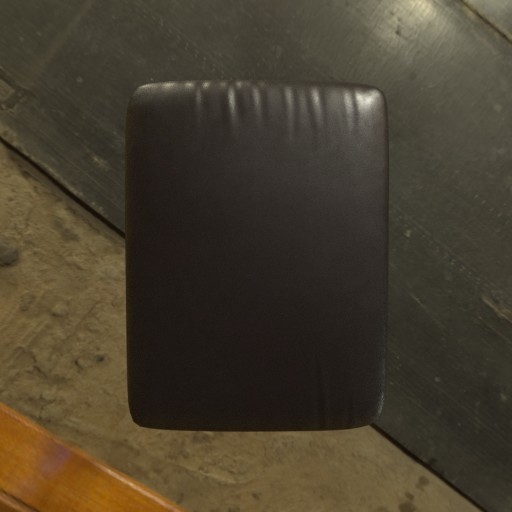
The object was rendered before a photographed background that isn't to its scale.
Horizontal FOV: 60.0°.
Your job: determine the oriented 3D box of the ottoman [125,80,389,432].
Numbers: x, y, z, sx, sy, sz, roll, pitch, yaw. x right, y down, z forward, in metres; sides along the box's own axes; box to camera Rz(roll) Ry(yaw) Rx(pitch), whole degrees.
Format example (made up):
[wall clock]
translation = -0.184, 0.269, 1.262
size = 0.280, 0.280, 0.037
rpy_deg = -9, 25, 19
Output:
[ottoman]
translation = 0.000, 0.000, 1.087
size = 0.570, 0.402, 0.764
rpy_deg = 0, 92, -1
